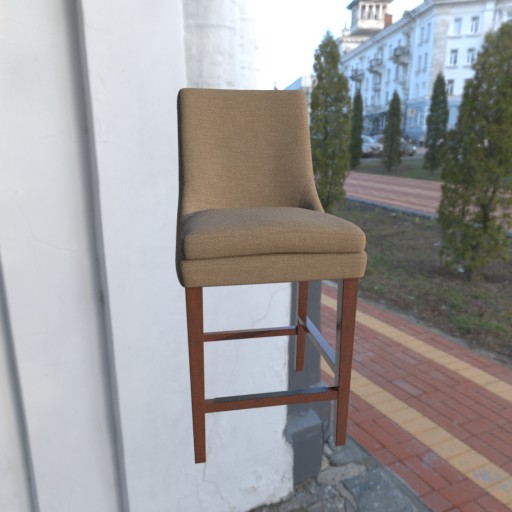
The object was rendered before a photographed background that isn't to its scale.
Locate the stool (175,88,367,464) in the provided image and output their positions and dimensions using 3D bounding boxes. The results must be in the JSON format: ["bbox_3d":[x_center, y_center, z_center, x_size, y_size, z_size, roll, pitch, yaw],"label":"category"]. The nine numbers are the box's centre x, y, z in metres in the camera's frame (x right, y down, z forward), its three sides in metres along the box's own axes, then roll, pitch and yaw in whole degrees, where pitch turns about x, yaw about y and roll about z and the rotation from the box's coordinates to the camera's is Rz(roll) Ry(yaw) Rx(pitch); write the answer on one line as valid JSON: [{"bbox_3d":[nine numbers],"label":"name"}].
[{"bbox_3d":[0.000,0.000,1.319,0.470,0.981,0.577,-3,15,-10],"label":"stool"}]
